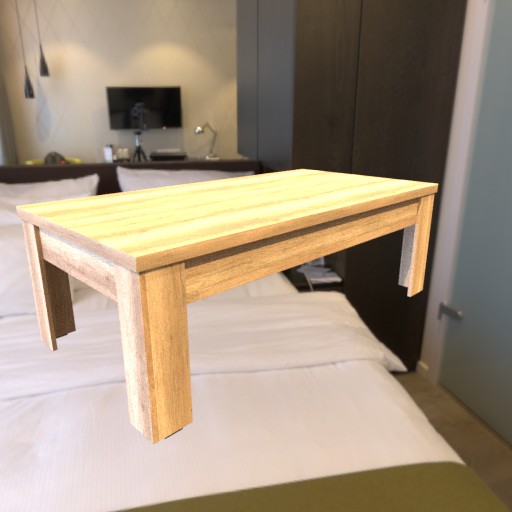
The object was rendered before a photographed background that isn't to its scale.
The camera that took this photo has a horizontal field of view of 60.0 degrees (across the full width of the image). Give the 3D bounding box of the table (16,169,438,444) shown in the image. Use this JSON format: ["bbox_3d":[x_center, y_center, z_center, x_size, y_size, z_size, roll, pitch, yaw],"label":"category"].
[{"bbox_3d":[0.000,0.000,1.624,1.350,0.460,0.700,-17,24,-42],"label":"table"}]
